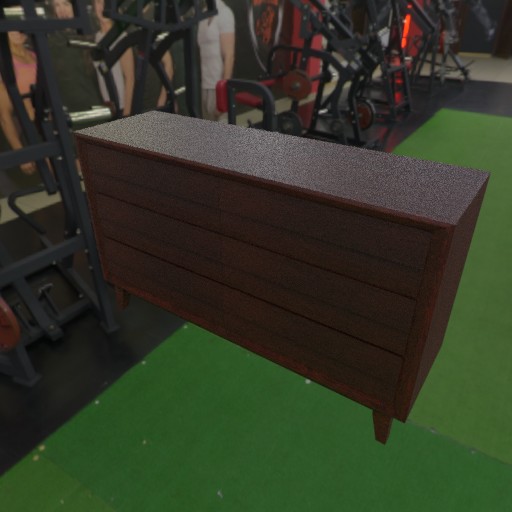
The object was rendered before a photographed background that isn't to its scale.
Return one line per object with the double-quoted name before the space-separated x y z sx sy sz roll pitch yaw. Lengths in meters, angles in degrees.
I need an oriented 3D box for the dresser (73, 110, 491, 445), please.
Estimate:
"dresser" 0.000 0.000 1.977 1.609 0.971 0.499 19 36 29
